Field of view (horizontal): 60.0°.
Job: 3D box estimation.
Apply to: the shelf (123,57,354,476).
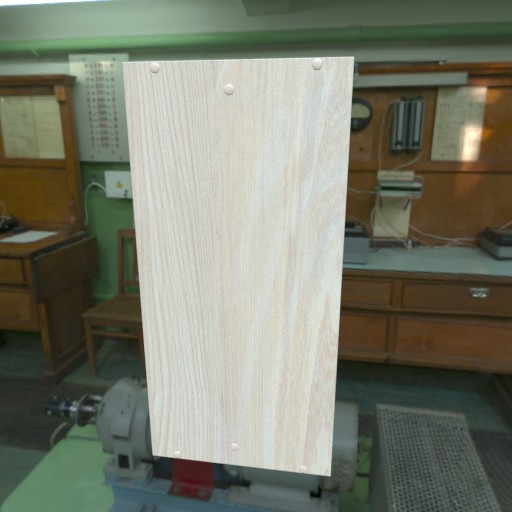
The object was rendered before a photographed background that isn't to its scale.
[{"bbox_3d":[0.000,0.000,0.791,0.290,0.600,0.350,3,16,9],"label":"shelf"}]
